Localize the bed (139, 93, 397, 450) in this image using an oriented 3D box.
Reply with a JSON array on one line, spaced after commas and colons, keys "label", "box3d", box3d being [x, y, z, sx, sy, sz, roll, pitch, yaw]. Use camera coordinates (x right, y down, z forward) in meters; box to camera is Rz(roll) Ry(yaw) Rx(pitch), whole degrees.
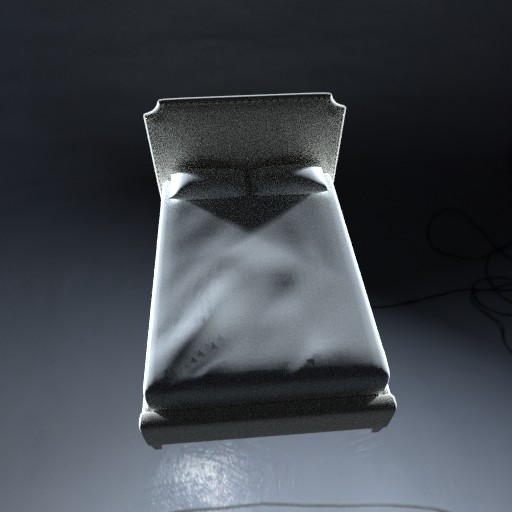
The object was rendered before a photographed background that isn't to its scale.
[{"label": "bed", "box3d": [0.000, 0.000, 3.438, 1.712, 1.443, 2.365, -3, 48, -3]}]
